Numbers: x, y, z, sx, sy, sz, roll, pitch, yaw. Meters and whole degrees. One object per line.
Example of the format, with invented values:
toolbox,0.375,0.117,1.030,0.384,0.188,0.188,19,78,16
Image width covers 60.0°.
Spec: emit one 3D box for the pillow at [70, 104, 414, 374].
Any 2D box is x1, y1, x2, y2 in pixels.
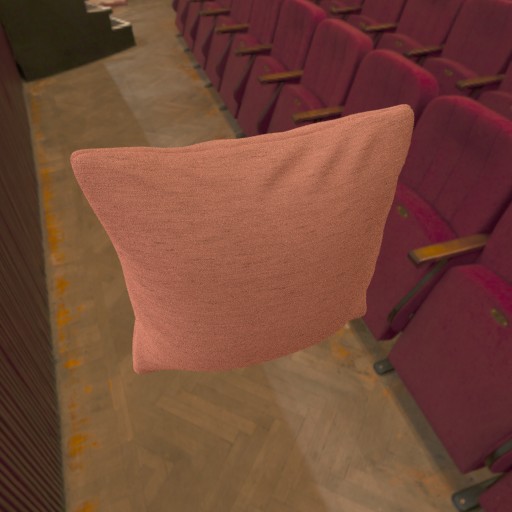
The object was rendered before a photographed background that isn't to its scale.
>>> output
pillow,0.000,0.000,0.664,0.432,0.415,0.246,-12,44,-13
